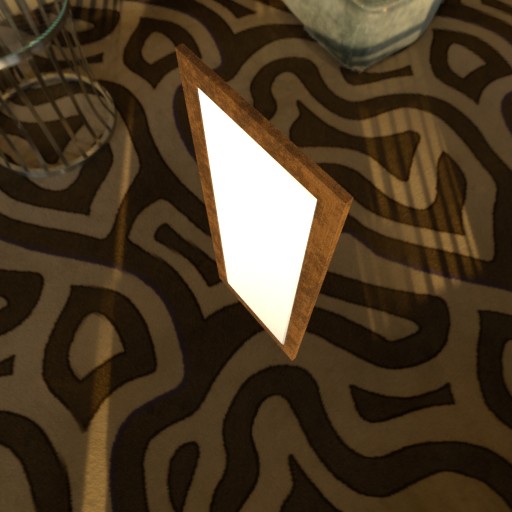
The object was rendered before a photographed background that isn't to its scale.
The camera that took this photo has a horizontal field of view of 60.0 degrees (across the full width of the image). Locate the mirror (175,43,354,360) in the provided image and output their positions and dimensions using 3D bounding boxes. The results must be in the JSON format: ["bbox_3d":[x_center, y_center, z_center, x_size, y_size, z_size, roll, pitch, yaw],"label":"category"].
[{"bbox_3d":[0.000,0.000,2.291,0.032,2.031,0.812,-37,70,-16],"label":"mirror"}]
